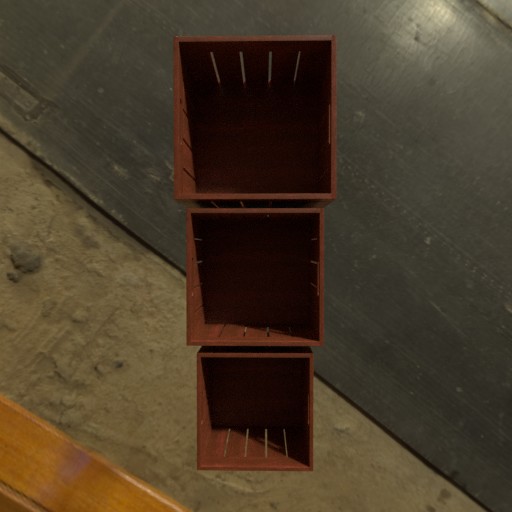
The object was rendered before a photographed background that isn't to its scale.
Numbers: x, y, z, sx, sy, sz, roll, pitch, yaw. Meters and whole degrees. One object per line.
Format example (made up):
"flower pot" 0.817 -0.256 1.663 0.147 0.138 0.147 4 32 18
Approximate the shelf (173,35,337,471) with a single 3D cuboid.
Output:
"shelf" 0.000 0.000 1.229 0.393 0.311 1.064 0 91 1
